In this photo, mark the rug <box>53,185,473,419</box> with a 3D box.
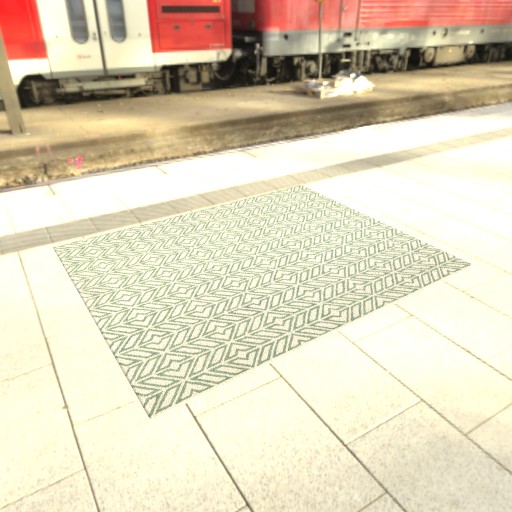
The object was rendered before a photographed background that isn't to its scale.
[{"bbox_3d":[0.000,0.000,4.097,3.050,0.017,2.441,-18,34,-29],"label":"rug"}]
